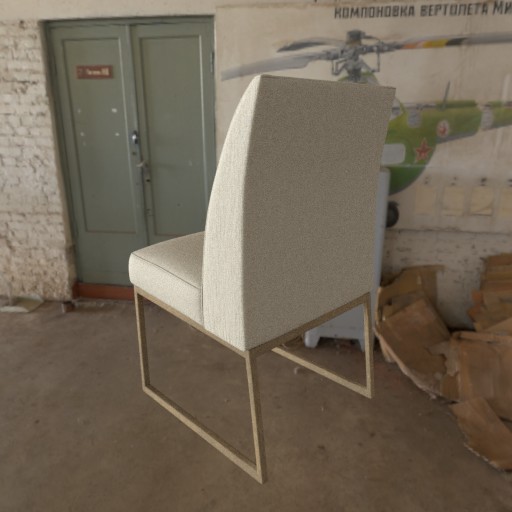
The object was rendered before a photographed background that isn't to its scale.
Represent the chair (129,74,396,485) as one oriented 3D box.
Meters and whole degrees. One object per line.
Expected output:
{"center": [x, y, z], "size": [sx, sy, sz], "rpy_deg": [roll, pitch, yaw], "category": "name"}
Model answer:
{"center": [0.000, 0.000, 1.207], "size": [0.508, 0.863, 0.522], "rpy_deg": [-16, 24, -42], "category": "chair"}
